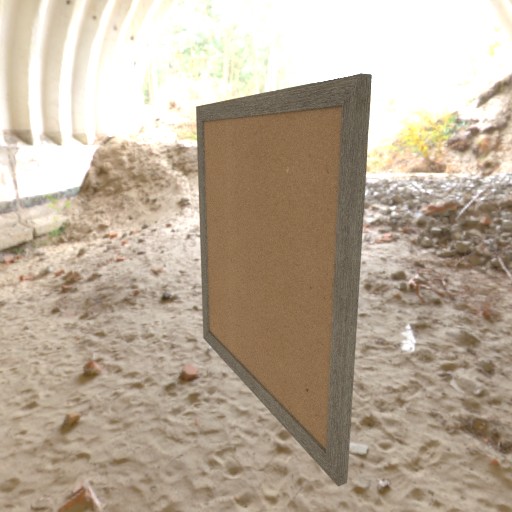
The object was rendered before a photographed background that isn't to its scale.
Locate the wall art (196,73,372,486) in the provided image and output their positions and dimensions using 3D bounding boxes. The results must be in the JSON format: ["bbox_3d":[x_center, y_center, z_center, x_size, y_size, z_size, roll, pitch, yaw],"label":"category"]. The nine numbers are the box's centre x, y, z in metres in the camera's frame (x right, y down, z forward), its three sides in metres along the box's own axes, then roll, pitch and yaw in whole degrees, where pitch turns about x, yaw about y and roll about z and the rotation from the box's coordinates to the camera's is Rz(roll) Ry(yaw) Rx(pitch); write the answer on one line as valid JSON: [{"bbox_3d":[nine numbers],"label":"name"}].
[{"bbox_3d":[0.000,0.000,1.000,0.020,0.685,0.685,-7,16,-26],"label":"wall art"}]
